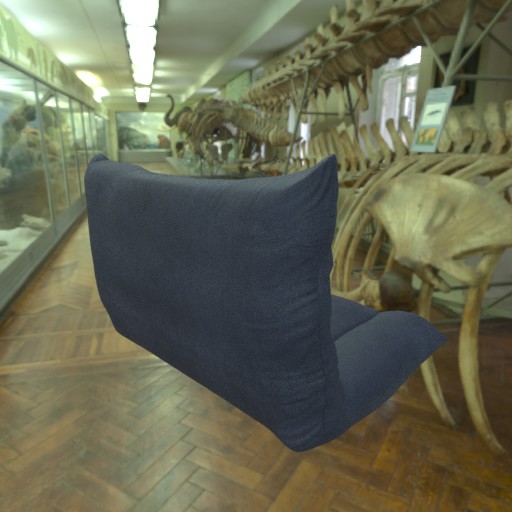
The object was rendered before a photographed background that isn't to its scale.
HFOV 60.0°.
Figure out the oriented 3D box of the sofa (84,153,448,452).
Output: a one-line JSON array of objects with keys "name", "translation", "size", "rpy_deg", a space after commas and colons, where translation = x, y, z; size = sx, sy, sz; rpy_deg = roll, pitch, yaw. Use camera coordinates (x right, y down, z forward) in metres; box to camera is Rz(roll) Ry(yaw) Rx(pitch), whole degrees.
[{"name": "sofa", "translation": [0.000, 0.000, 1.622], "size": [0.849, 0.778, 1.122], "rpy_deg": [-14, 21, -42]}]
